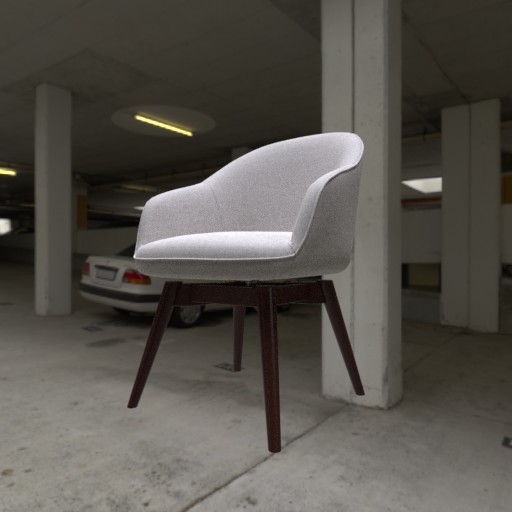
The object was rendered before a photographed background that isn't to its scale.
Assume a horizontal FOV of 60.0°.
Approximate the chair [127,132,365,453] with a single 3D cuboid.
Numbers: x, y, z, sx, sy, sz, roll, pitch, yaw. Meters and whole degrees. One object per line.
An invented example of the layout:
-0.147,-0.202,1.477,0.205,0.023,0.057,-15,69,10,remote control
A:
0.000,0.000,1.284,0.596,0.823,0.635,0,0,36,chair
